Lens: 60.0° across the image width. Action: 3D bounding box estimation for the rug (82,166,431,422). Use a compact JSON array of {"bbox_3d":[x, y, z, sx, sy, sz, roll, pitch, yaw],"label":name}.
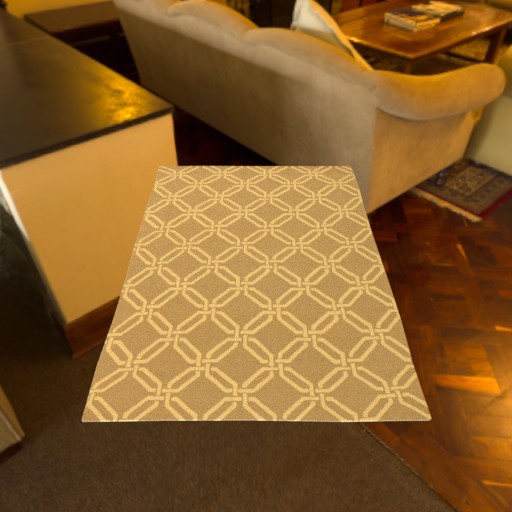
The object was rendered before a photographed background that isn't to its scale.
[{"bbox_3d":[0.000,0.000,2.698,1.524,0.013,2.135,0,42,0],"label":"rug"}]
